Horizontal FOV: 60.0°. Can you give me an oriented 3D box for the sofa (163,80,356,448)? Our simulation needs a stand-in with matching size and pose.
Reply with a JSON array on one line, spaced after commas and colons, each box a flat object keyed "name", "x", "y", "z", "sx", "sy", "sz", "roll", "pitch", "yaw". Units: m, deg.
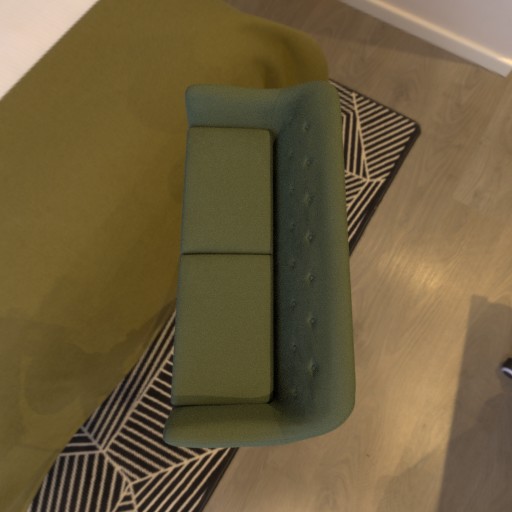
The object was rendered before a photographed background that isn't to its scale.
[{"name": "sofa", "x": 0.000, "y": 0.000, "z": 2.336, "sx": 0.820, "sy": 0.836, "sz": 1.840, "roll": 0, "pitch": 73, "yaw": 0}]
